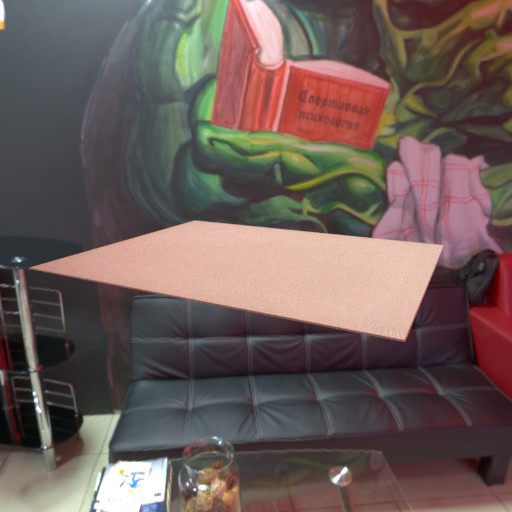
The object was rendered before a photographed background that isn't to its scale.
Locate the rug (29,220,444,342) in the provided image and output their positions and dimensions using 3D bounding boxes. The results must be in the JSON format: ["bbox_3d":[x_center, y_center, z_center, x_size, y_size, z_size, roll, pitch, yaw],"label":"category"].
[{"bbox_3d":[0.000,0.000,3.489,2.584,0.011,2.073,7,17,26],"label":"rug"}]
